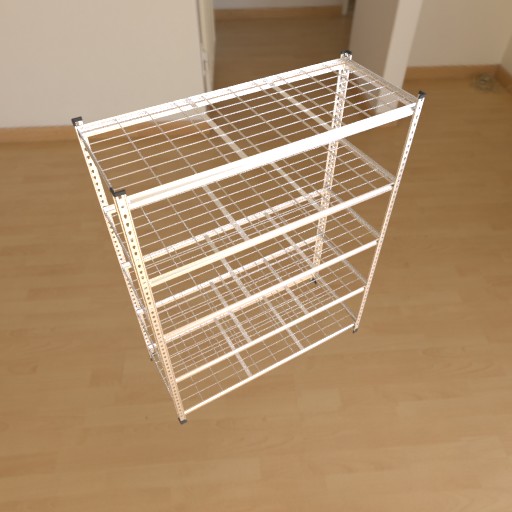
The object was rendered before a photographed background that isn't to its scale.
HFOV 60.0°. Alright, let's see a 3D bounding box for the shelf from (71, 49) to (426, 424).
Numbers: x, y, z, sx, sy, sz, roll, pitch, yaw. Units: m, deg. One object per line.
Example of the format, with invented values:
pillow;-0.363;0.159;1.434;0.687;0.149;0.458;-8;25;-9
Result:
shelf;0.000;0.000;2.736;1.524;1.981;0.610;-23;50;-20
